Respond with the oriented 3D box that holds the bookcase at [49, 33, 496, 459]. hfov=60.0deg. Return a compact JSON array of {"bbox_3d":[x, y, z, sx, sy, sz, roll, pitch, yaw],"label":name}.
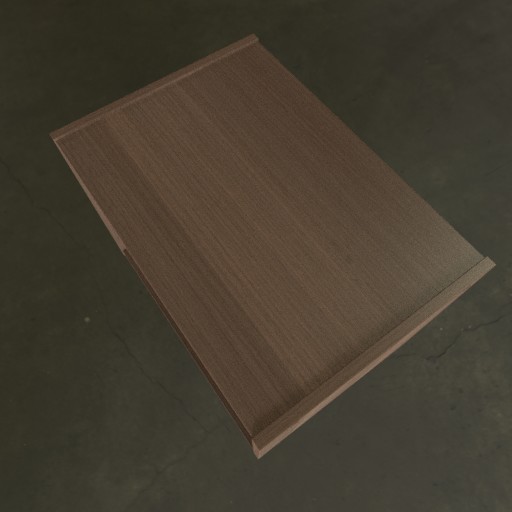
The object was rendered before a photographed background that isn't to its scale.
[{"bbox_3d":[0.000,0.000,0.613,0.290,0.305,0.415,-33,69,-15],"label":"bookcase"}]
